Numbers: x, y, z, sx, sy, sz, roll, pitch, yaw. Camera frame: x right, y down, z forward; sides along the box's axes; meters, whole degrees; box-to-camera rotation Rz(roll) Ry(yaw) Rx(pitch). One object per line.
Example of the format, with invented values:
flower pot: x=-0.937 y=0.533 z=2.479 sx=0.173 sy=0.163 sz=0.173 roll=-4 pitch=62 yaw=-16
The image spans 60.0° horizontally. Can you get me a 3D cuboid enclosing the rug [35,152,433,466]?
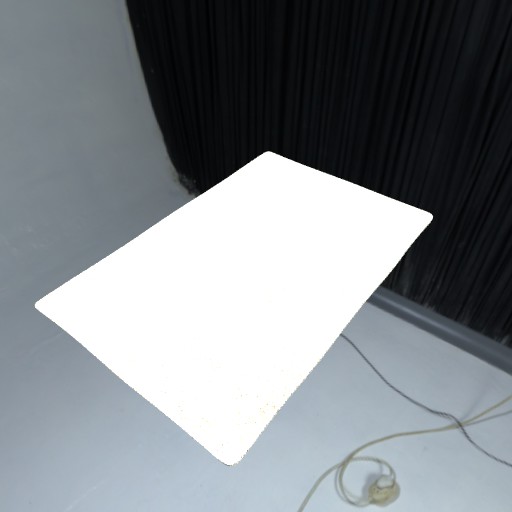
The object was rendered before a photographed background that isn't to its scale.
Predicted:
rug: x=0.000 y=0.000 z=3.437 sx=1.798 sy=0.025 sz=2.698 roll=28 pitch=49 yaw=27
